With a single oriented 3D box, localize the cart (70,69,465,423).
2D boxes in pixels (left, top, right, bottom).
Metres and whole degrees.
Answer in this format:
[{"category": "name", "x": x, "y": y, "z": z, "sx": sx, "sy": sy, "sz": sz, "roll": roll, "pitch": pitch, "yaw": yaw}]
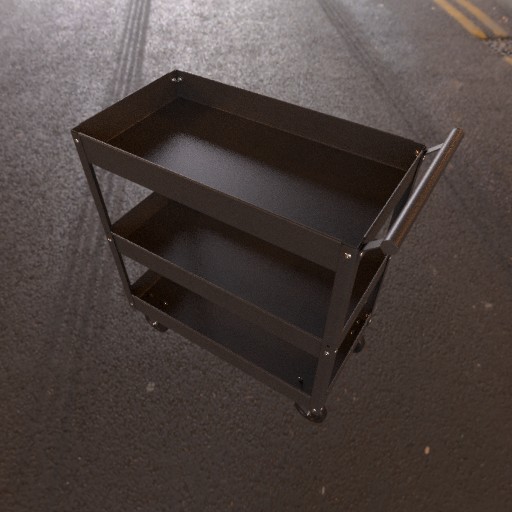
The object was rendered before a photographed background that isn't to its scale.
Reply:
[{"category": "cart", "x": 0.000, "y": 0.000, "z": 1.154, "sx": 0.719, "sy": 0.780, "sz": 0.366, "roll": 25, "pitch": 51, "yaw": 22}]
